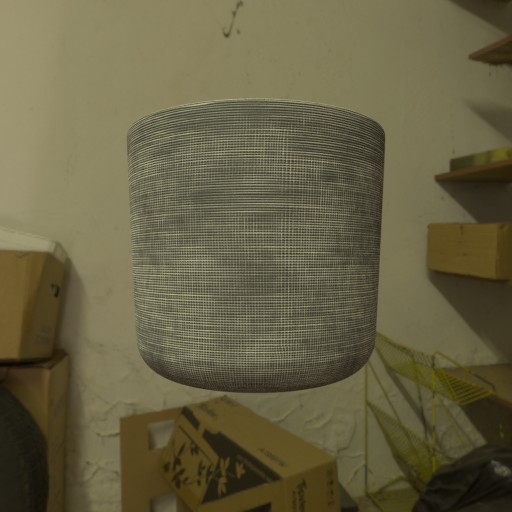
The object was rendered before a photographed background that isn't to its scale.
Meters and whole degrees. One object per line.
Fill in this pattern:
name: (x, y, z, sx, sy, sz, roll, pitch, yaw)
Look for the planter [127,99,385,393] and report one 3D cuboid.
planter: (0.000, 0.000, 0.783, 0.440, 0.398, 0.440, 0, -1, 0)
